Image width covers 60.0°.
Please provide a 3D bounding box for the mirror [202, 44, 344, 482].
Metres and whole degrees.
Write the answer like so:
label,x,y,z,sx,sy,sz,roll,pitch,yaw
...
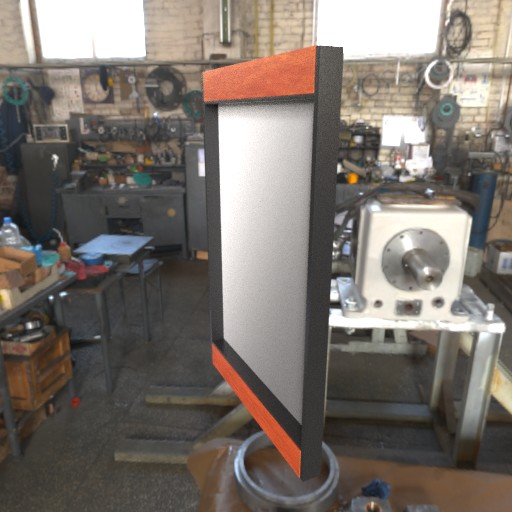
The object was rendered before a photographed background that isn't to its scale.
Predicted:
label,x,y,z,sx,sy,sz,roll,pitch,yaw
mirror,0.000,0.000,1.023,0.047,0.823,0.525,-9,20,-25
